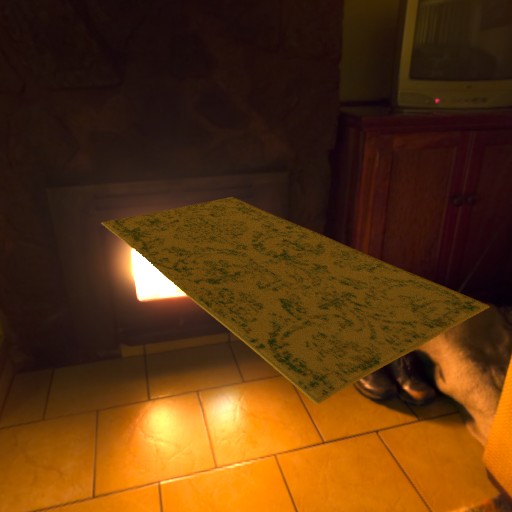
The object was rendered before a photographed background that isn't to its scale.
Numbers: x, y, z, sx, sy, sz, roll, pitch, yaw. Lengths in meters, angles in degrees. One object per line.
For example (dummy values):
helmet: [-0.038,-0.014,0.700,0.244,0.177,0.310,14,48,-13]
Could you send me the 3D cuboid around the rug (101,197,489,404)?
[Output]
rug: [0.000,0.000,1.428,0.605,0.007,1.220,-16,29,-32]
